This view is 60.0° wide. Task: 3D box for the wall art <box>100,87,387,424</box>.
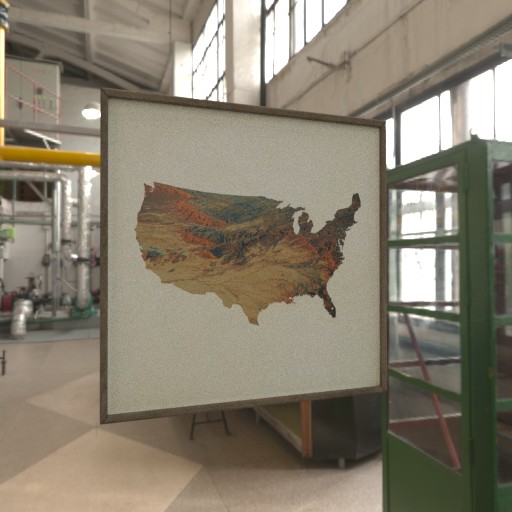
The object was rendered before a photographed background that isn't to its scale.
[{"bbox_3d":[0.000,0.000,1.129,0.749,0.751,0.050,0,0,-19],"label":"wall art"}]
